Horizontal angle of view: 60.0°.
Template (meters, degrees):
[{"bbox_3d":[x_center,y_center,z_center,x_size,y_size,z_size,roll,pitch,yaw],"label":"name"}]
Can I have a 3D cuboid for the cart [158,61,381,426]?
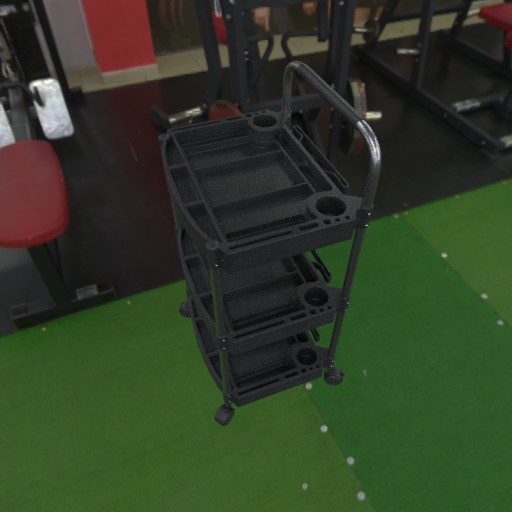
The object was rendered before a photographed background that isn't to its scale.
[{"bbox_3d":[0.000,0.000,1.453,0.518,1.075,0.584,-16,49,-14],"label":"cart"}]
